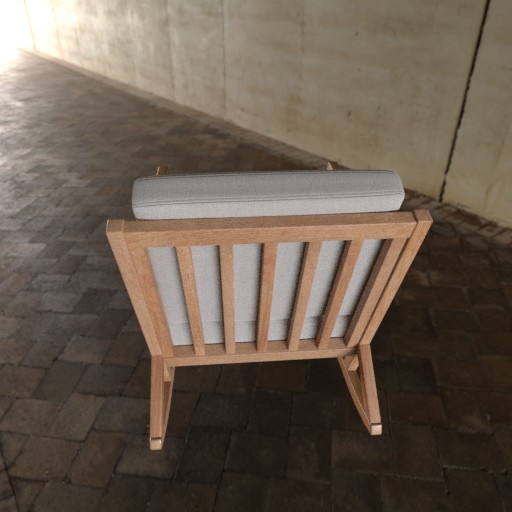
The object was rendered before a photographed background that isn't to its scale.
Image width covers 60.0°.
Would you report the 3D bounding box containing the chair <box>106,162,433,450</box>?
[{"bbox_3d":[0.000,0.000,1.369,0.622,0.790,0.857,-2,31,-4],"label":"chair"}]
